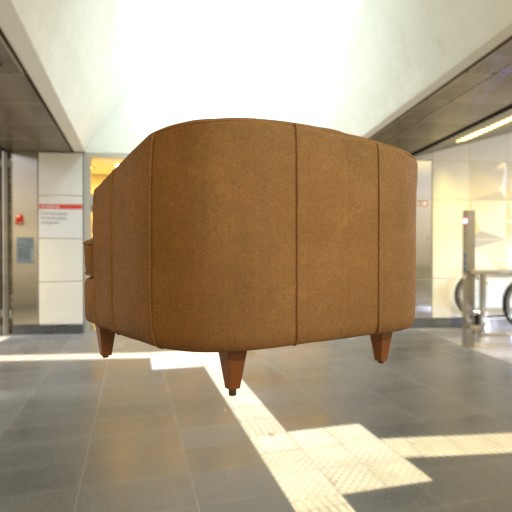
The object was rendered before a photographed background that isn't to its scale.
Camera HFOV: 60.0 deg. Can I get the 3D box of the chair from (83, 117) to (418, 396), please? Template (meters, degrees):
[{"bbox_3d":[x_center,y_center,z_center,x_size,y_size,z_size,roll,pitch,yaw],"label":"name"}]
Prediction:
[{"bbox_3d":[0.000,0.000,1.726,1.118,0.787,0.914,0,1,-35],"label":"chair"}]
